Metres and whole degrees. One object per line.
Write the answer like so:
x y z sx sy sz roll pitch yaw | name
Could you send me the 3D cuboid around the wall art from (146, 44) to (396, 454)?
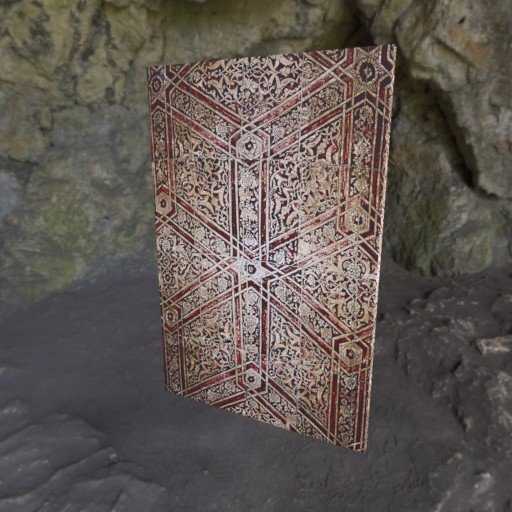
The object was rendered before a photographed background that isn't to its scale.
0.000 0.000 0.726 0.397 0.599 0.020 8 17 26 | wall art
